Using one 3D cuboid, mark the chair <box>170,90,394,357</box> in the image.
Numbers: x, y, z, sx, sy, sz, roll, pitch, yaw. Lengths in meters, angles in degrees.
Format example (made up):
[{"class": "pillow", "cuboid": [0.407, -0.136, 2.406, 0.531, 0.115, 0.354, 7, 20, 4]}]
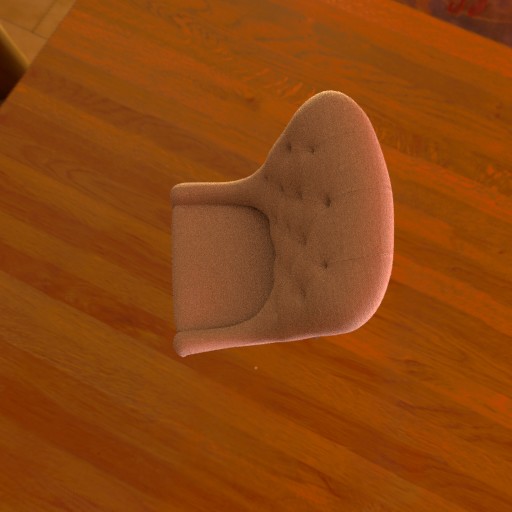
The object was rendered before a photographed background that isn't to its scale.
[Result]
[{"class": "chair", "cuboid": [0.000, 0.000, 1.522, 0.629, 1.091, 0.634, -4, 76, -1]}]
